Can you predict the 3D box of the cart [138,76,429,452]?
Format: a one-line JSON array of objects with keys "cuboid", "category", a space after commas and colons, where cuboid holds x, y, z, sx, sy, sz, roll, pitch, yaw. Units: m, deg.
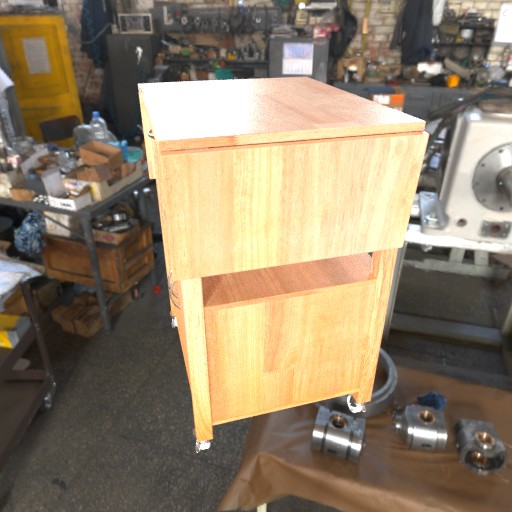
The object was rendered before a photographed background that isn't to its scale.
[{"cuboid": [0.000, 0.000, 1.235, 0.508, 0.838, 0.640, -8, 31, -14], "category": "cart"}]
